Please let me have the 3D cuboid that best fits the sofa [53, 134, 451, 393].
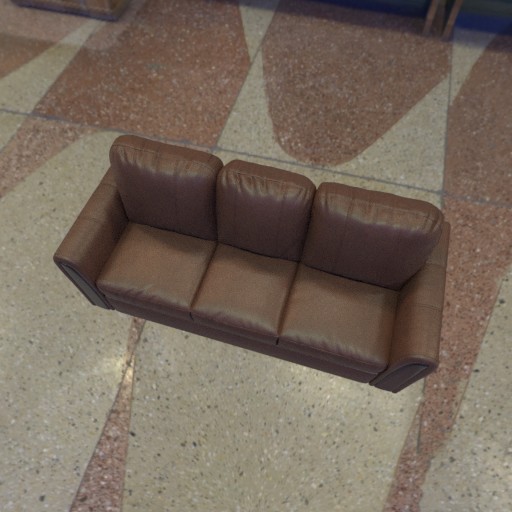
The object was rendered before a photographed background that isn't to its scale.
[{"bbox_3d":[0.000,0.000,2.318,1.862,0.915,0.802,15,60,9],"label":"sofa"}]
